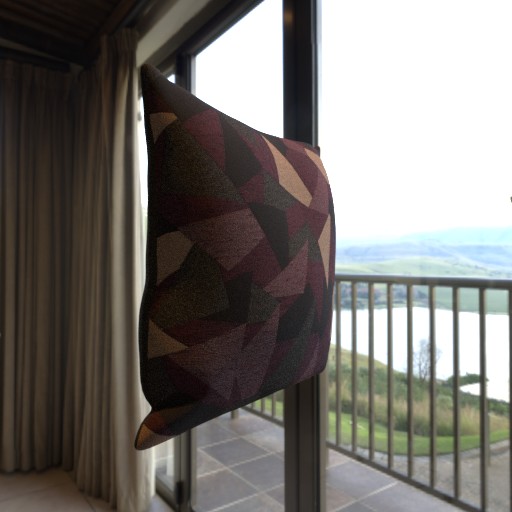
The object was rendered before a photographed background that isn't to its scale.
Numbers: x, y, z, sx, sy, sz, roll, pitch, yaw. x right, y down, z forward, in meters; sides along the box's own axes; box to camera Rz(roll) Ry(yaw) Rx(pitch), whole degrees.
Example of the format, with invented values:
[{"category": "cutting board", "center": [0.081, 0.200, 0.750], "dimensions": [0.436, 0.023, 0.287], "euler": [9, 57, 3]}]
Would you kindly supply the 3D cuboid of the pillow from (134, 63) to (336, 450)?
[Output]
[{"category": "pillow", "center": [0.000, 0.000, 0.756], "dimensions": [0.208, 0.496, 0.503], "euler": [0, -1, 36]}]
